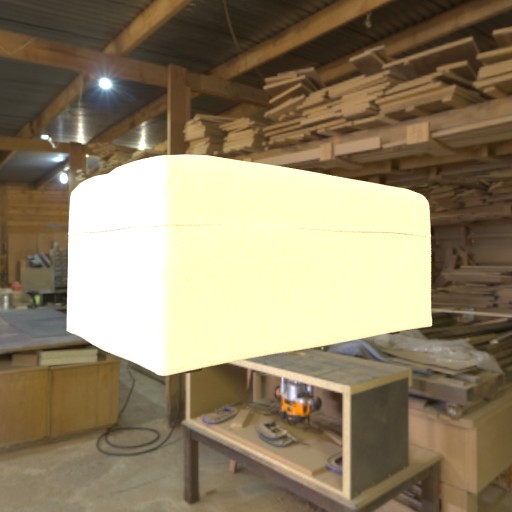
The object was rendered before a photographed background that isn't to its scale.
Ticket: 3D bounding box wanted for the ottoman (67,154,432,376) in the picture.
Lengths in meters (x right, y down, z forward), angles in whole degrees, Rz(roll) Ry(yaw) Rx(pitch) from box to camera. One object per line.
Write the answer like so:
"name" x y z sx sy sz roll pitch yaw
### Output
"ottoman" 0.000 0.000 1.227 0.872 0.444 0.590 0 0 -39
